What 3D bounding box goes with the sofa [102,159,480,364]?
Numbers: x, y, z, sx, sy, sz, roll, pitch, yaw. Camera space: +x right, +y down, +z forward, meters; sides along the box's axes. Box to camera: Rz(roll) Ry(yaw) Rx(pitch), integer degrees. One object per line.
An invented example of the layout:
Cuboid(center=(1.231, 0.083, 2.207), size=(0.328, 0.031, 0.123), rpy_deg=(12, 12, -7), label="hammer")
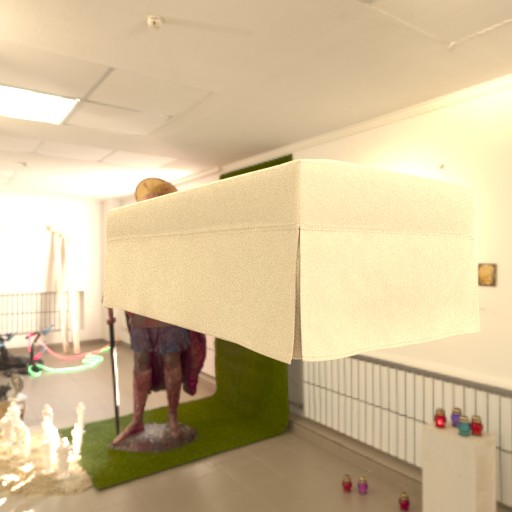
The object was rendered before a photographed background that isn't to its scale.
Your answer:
Cuboid(center=(0.000, 0.000, 2.043), size=(0.939, 0.552, 1.677), rpy_deg=(0, 0, -36), label="sofa")
